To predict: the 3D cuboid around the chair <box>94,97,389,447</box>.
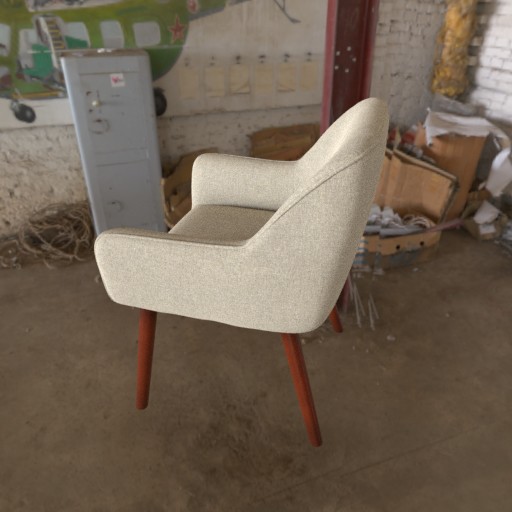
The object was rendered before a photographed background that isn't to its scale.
[{"bbox_3d":[0.000,0.000,1.246,0.610,0.813,0.610,8,32,14],"label":"chair"}]
